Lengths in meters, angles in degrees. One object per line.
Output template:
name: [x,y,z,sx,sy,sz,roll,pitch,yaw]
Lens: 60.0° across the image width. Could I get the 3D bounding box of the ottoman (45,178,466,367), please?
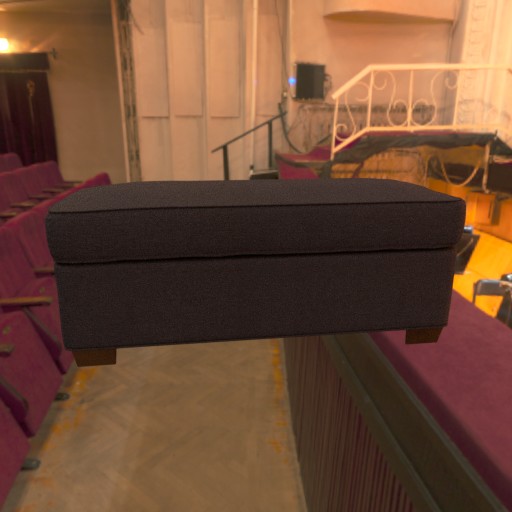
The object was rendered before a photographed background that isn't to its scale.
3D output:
ottoman: [0.000,0.000,1.405,1.110,0.460,0.515,-2,17,-8]
